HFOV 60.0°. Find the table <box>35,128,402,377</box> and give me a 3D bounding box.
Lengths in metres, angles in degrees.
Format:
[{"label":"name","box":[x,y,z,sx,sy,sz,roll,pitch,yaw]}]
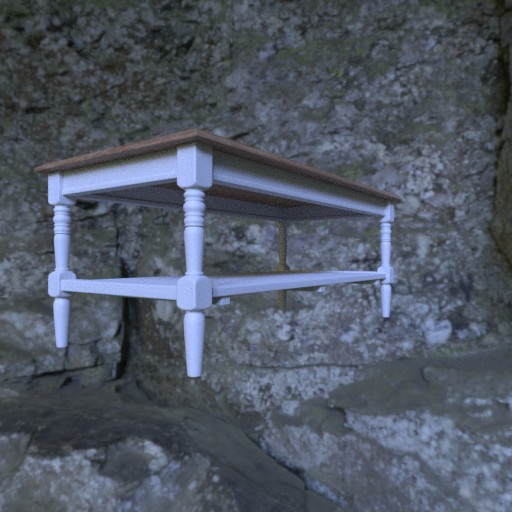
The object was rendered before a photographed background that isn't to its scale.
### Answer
[{"label":"table","box":[0.000,0.000,1.397,0.559,0.458,1.118,0,0,36]}]
